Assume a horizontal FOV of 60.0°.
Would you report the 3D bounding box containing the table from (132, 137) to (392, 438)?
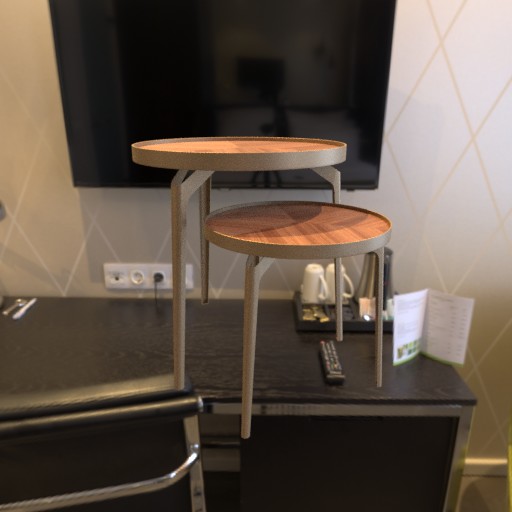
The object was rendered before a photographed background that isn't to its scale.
[{"bbox_3d":[0.000,0.000,1.143,0.532,0.555,0.751,-10,21,-27],"label":"table"}]
